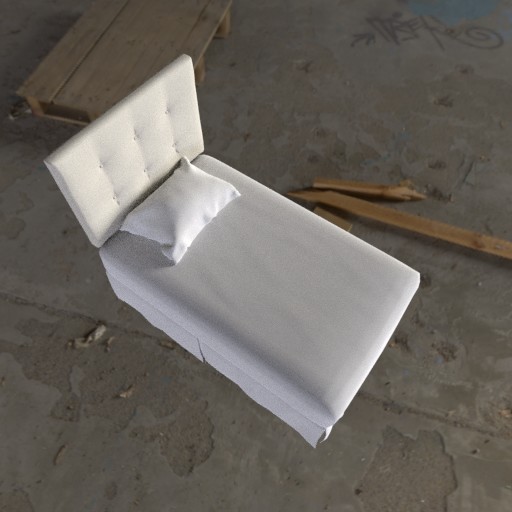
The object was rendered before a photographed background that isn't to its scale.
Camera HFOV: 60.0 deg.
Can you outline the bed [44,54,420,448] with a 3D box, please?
[{"bbox_3d":[0.000,0.000,2.934,1.997,1.571,1.261,32,64,18],"label":"bed"}]
